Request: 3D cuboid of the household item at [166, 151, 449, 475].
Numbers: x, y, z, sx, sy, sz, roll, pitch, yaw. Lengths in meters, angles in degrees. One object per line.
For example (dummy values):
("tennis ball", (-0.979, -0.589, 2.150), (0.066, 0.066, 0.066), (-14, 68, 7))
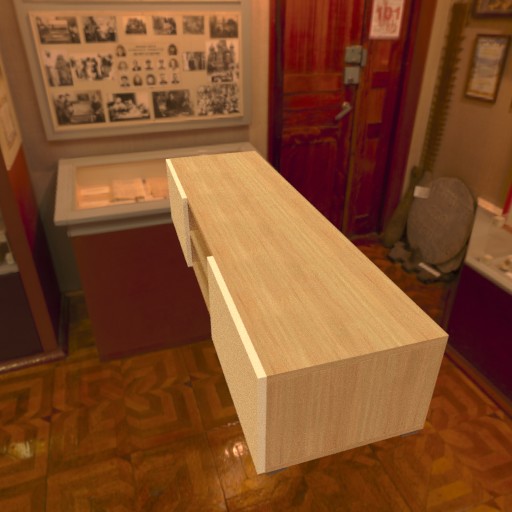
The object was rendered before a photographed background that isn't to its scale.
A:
("household item", (0.000, 0.000, 1.536), (0.420, 0.310, 1.400), (-9, 31, -15))
